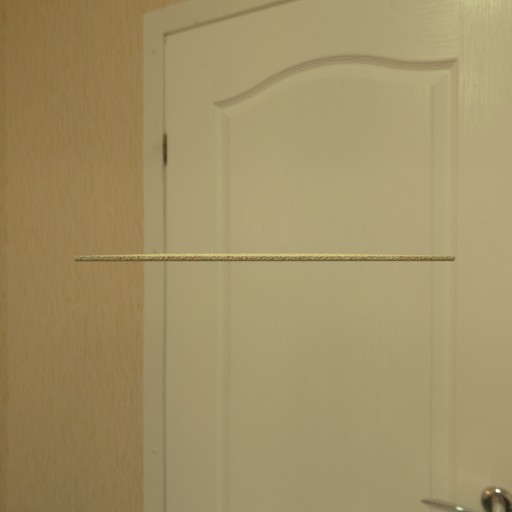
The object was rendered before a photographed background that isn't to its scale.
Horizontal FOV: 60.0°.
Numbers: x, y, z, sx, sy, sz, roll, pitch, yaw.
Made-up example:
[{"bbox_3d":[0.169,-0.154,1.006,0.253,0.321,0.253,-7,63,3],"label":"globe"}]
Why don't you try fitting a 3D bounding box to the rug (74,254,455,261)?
[{"bbox_3d":[0.000,0.000,3.434,1.800,0.025,2.699,0,1,-2],"label":"rug"}]
